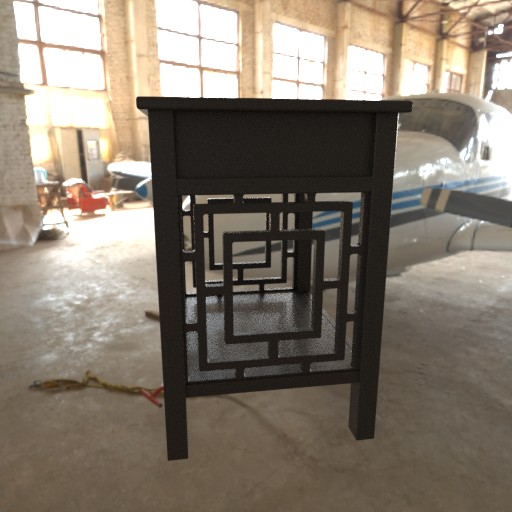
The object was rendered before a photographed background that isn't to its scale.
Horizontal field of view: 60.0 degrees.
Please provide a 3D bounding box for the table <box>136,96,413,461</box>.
[{"bbox_3d":[0.000,0.000,1.038,0.451,0.646,0.564,-2,14,-9],"label":"table"}]
